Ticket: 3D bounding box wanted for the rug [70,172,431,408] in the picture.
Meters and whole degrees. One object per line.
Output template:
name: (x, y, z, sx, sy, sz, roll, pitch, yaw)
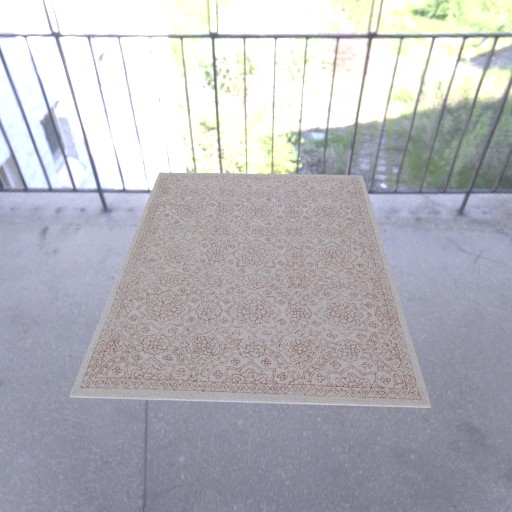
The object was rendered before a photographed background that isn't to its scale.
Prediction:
rug: (0.000, 0.000, 4.146, 2.441, 0.015, 3.050, 1, 40, 1)
